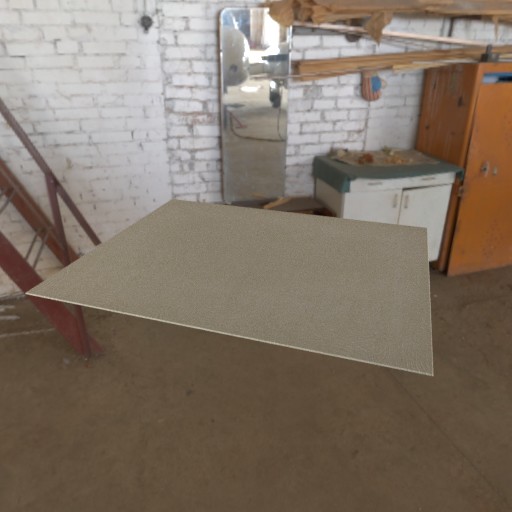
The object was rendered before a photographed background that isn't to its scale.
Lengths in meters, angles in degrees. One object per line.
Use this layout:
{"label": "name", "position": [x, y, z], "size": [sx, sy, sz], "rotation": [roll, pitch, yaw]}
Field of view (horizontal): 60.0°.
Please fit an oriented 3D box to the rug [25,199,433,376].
{"label": "rug", "position": [0.000, 0.000, 3.497], "size": [2.584, 0.011, 2.073], "rotation": [8, 27, 16]}
